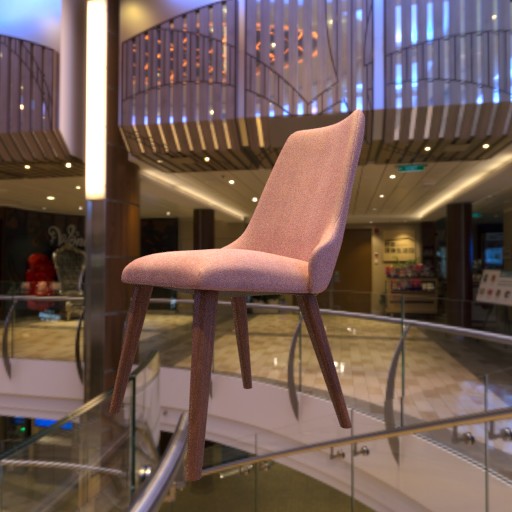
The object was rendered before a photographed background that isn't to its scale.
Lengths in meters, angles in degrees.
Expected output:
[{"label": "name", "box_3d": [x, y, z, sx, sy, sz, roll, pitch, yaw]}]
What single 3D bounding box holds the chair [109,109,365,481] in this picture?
[{"label": "chair", "box_3d": [0.000, 0.000, 1.308, 0.707, 0.918, 0.535, 1, -1, -35]}]
